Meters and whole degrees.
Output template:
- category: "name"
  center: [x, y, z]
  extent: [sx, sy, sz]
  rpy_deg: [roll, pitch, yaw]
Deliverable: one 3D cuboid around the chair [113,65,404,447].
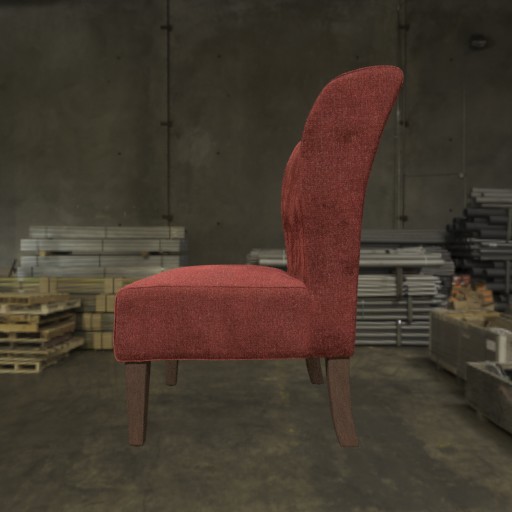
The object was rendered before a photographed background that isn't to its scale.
- category: "chair"
  center: [0.000, 0.000, 1.216]
  extent: [0.640, 0.846, 0.538]
  rpy_deg: [0, 1, 0]
